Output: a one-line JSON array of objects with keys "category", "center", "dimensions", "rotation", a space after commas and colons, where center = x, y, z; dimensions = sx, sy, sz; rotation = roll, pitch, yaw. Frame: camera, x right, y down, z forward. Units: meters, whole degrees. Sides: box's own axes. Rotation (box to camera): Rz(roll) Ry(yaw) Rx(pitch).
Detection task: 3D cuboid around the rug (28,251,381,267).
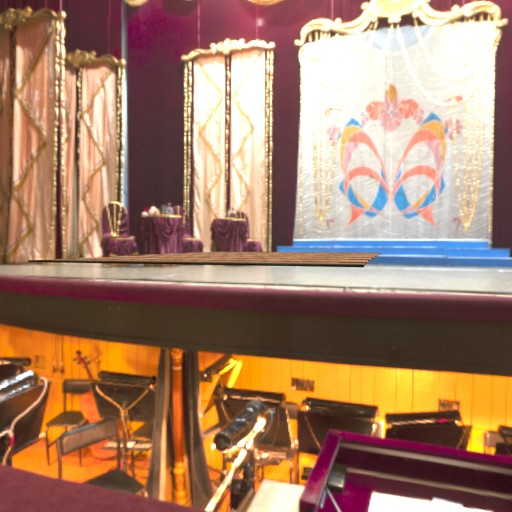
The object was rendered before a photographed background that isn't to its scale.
[{"category": "rug", "center": [0.000, 0.000, 2.332], "dimensions": [1.221, 0.009, 1.825], "rotation": [1, 2, 17]}]
